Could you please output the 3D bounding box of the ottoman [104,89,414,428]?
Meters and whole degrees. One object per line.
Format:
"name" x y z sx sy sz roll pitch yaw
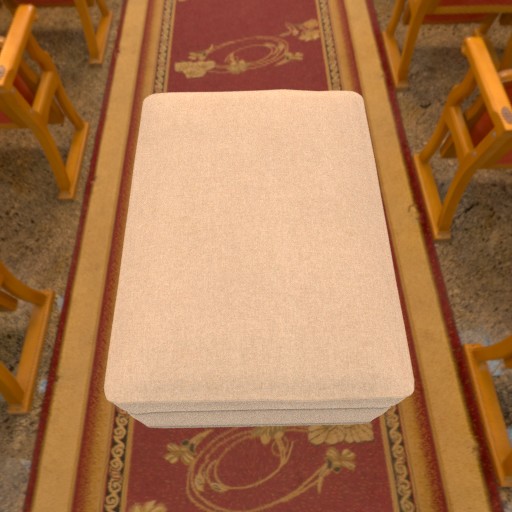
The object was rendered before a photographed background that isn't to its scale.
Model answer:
"ottoman" 0.000 0.000 1.225 0.617 0.503 0.846 -1 62 0
